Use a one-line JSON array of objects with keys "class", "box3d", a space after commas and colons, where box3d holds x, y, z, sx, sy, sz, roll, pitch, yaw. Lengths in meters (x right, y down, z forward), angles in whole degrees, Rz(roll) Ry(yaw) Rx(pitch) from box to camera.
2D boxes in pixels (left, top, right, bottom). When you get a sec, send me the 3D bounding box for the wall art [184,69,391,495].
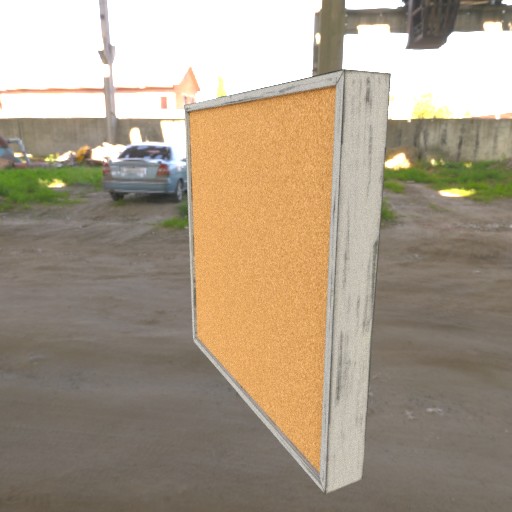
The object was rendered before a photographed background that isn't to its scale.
[{"class": "wall art", "box3d": [0.000, 0.000, 0.439, 0.036, 0.303, 0.303, -7, 16, -26]}]
